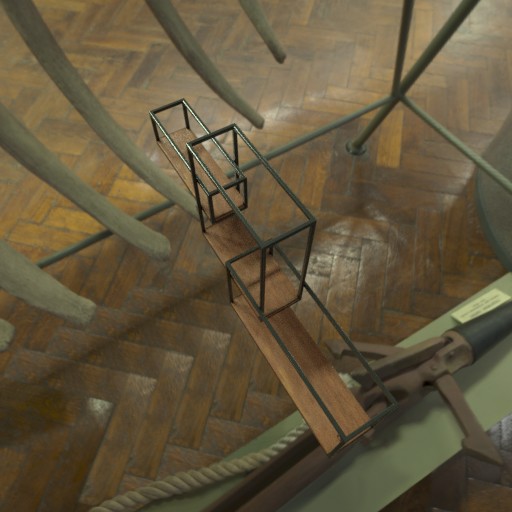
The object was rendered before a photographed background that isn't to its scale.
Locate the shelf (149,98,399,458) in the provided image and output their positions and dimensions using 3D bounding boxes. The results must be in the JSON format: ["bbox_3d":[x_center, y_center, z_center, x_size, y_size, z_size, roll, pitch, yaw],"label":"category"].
[{"bbox_3d":[0.000,0.000,2.124,0.275,0.972,1.781,-27,62,-16],"label":"shelf"}]
